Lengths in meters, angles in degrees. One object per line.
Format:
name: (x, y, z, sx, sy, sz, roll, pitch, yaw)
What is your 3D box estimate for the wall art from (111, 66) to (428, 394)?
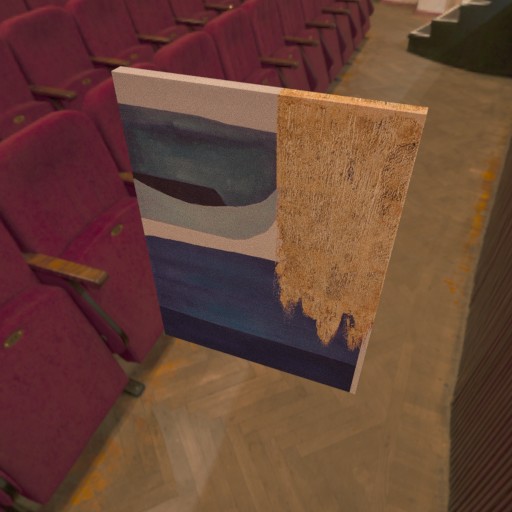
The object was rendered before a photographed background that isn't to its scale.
wall art: (0.000, 0.000, 0.814, 0.458, 0.613, 0.026, 14, 42, 16)
